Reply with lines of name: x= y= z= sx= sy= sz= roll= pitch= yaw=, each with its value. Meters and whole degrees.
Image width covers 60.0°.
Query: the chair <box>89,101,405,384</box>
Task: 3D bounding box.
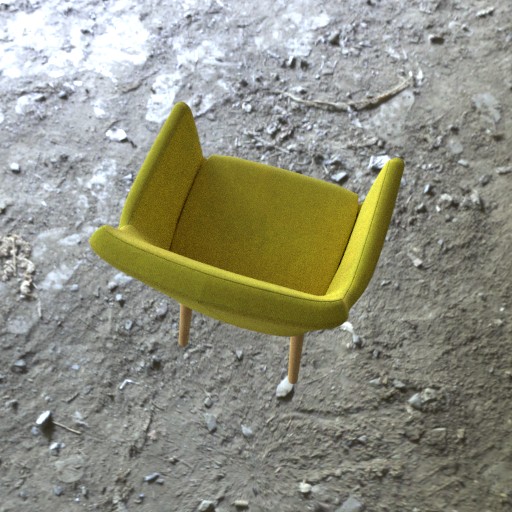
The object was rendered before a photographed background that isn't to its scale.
chair: x=0.000 y=0.000 z=1.171 sx=0.570 sy=0.780 sz=0.570 roll=17 pitch=65 yaw=8
